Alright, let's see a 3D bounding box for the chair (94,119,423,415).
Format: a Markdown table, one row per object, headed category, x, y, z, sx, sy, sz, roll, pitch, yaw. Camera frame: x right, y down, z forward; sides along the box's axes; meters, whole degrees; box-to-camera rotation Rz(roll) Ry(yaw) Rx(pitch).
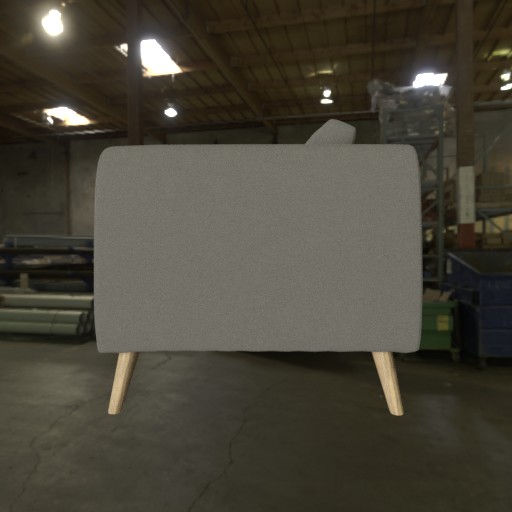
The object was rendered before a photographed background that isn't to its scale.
| category | x | y | z | sx | sy | sz | roll | pitch | yaw |
| --- | --- | --- | --- | --- | --- | --- | --- | --- | --- |
| chair | 0.000 | 0.000 | 1.697 | 0.930 | 0.860 | 1.000 | 0 | 1 | 1 |
